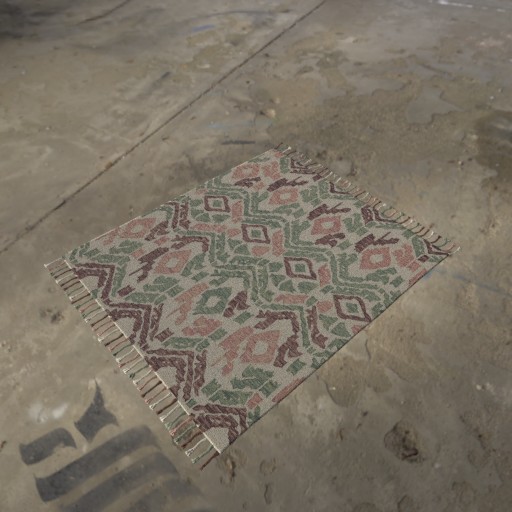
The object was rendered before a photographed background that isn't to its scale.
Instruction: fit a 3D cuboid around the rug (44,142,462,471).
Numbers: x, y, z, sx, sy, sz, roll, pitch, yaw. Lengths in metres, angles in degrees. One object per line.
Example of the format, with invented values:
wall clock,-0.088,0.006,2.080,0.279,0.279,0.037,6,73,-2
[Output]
rug,0.000,0.000,4.088,3.048,0.010,2.438,-33,55,-27
